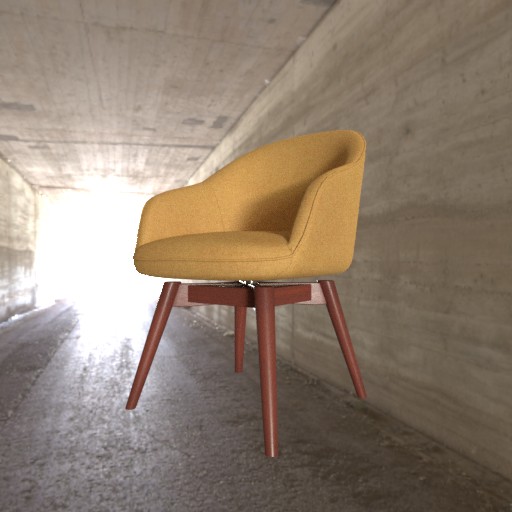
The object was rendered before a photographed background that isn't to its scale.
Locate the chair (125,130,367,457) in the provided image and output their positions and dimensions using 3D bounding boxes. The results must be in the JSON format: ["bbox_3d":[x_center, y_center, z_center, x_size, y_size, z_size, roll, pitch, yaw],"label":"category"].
[{"bbox_3d":[0.000,0.000,1.266,0.596,0.823,0.635,0,0,37],"label":"chair"}]
